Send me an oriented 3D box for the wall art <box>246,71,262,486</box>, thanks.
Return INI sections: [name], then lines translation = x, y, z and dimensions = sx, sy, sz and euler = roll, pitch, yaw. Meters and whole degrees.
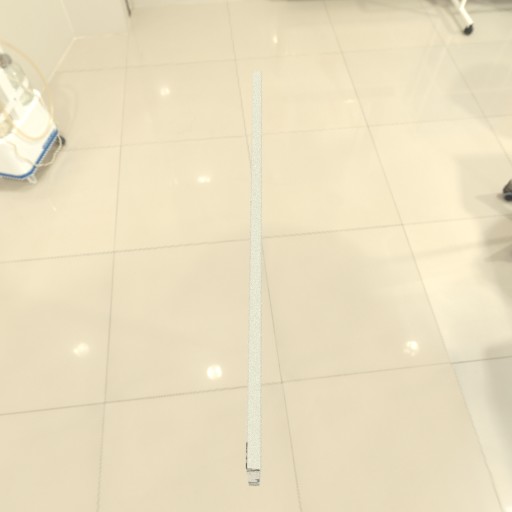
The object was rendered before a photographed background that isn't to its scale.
[wall art]
translation = 0.000, 0.000, 1.687
dimensions = 0.039, 0.507, 1.520
euler = 0, 58, 0
